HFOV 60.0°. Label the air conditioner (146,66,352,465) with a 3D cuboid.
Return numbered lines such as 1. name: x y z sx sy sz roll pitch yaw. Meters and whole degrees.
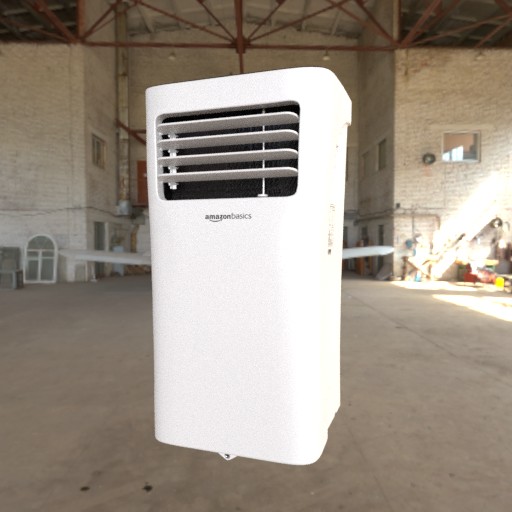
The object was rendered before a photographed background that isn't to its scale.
1. air conditioner: 0.000 0.000 0.922 0.352 0.716 0.369 1 2 19
